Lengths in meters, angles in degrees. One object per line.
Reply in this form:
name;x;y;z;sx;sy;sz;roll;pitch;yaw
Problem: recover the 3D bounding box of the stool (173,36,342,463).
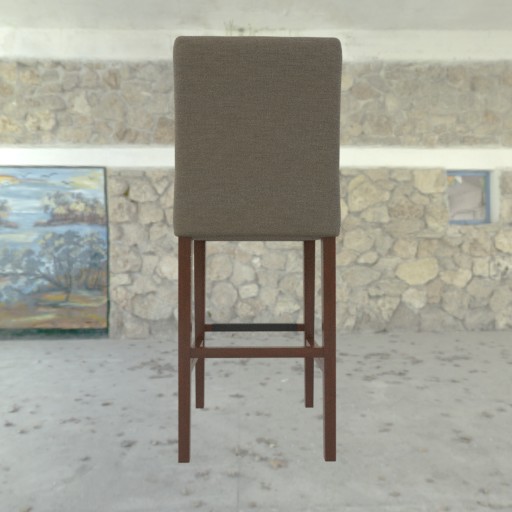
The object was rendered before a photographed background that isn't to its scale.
stool;0.000;0.000;1.342;0.470;1.078;0.577;0;0;-1
